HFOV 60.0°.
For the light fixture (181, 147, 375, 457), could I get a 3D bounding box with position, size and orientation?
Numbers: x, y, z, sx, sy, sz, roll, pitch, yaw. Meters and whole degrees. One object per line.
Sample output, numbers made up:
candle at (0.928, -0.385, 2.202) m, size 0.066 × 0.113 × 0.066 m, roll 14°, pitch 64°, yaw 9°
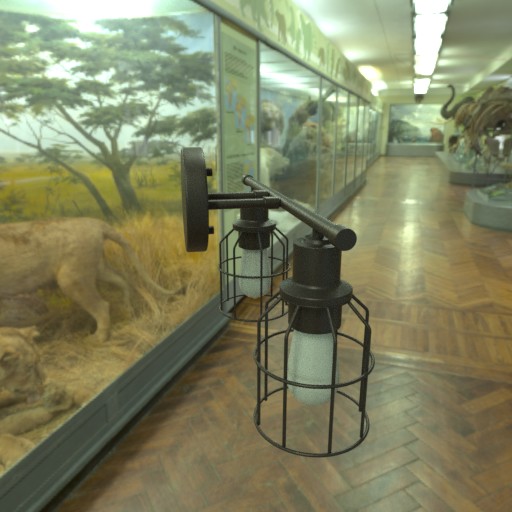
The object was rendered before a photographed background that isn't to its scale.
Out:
light fixture at (0.000, 0.000, 0.531) m, size 0.165 × 0.254 × 0.406 m, roll -3°, pitch 16°, yaw -11°
